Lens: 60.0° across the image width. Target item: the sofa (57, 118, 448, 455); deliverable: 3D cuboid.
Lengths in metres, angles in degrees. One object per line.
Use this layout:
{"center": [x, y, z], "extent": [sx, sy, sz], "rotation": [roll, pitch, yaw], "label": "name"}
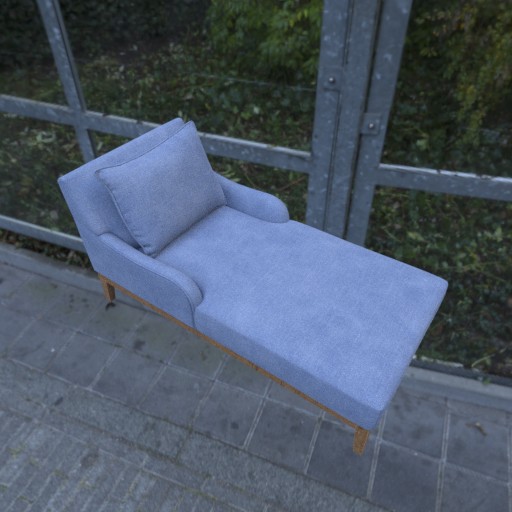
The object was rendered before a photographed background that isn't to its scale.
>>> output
{"center": [0.000, 0.000, 2.310], "extent": [1.779, 0.883, 0.904], "rotation": [24, 47, 25], "label": "sofa"}
